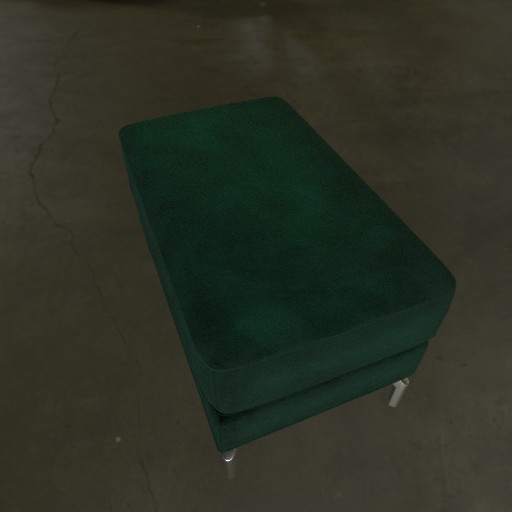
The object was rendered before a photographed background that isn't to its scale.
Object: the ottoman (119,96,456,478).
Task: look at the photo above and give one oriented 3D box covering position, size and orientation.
[{"bbox_3d":[0.000,0.000,1.233,0.536,0.533,0.886,-16,48,-15],"label":"ottoman"}]
